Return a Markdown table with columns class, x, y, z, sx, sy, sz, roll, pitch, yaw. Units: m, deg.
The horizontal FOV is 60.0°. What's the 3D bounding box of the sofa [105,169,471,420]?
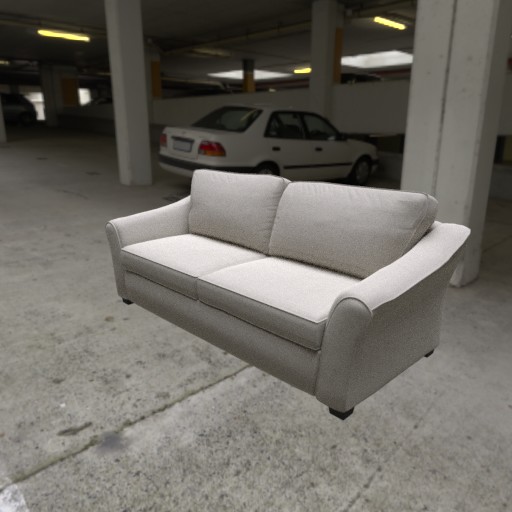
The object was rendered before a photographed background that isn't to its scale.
| class | x | y | z | sx | sy | sz | roll | pitch | yaw |
| --- | --- | --- | --- | --- | --- | --- | --- | --- | --- |
| sofa | 0.000 | 0.000 | 2.833 | 0.980 | 0.965 | 2.270 | -16 | 22 | -43 |
